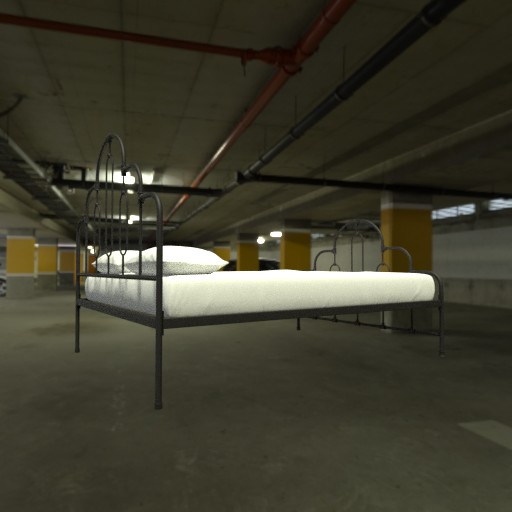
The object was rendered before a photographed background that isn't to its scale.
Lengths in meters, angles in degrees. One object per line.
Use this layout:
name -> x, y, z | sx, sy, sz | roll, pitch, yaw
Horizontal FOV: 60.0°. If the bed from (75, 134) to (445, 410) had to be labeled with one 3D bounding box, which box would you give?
bed -> 0.000, 0.000, 3.247 | 2.163, 1.429, 1.640 | 1, -2, -34
